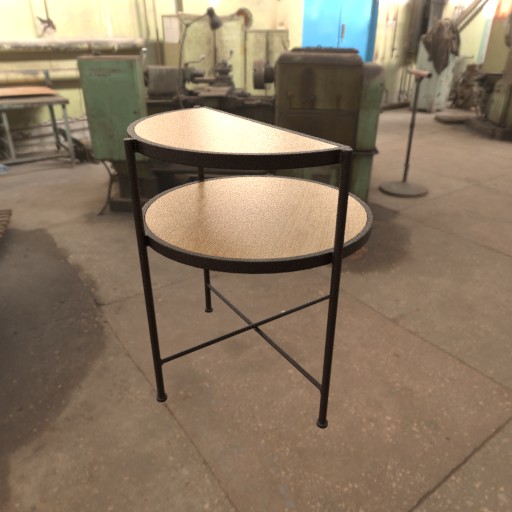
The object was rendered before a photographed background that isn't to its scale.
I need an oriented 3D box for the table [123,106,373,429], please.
[{"bbox_3d":[0.000,0.000,1.171,0.628,0.684,0.629,-17,31,-29],"label":"table"}]
